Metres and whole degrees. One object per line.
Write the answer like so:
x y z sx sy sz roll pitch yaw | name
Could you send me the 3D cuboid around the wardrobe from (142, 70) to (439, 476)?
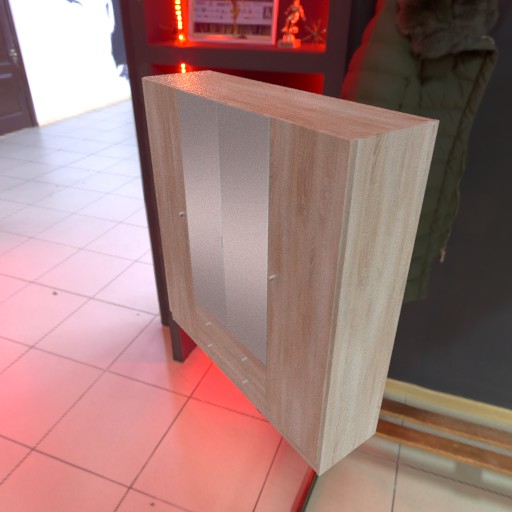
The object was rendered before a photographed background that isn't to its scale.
0.000 0.000 3.103 0.598 2.159 1.998 -21 36 -31 | wardrobe
